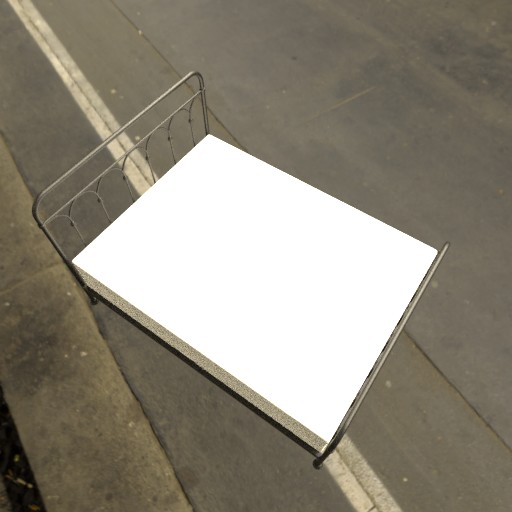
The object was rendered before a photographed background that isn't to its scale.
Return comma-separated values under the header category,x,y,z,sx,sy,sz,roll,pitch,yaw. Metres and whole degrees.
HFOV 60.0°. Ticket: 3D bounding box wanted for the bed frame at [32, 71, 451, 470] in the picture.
category,x,y,z,sx,sy,sz,roll,pitch,yaw
bed frame,0.000,0.000,3.139,2.203,1.276,1.664,31,63,18
